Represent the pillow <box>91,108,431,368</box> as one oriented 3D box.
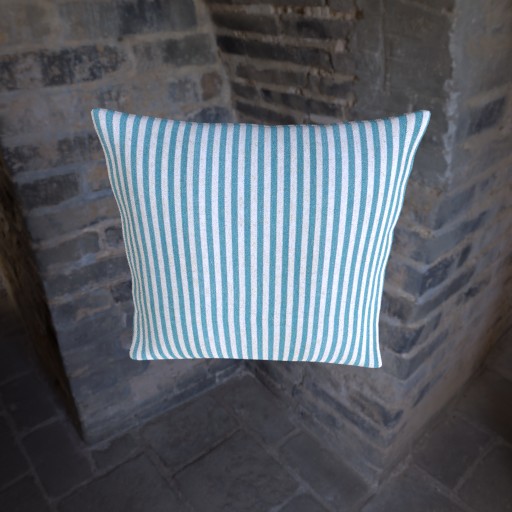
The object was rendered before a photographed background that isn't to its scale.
[{"bbox_3d":[0.000,0.000,0.796,0.523,0.510,0.166,1,30,2],"label":"pillow"}]
